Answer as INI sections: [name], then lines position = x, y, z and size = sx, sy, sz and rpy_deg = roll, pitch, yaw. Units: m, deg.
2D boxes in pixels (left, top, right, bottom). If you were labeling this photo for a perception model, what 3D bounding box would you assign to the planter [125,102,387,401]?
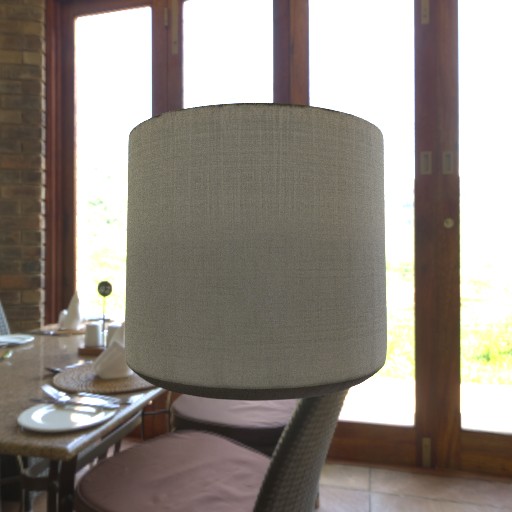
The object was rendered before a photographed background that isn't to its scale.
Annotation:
[planter]
position = 0.000, 0.000, 0.398
size = 0.226, 0.201, 0.226
rpy_deg = 0, -1, 0
